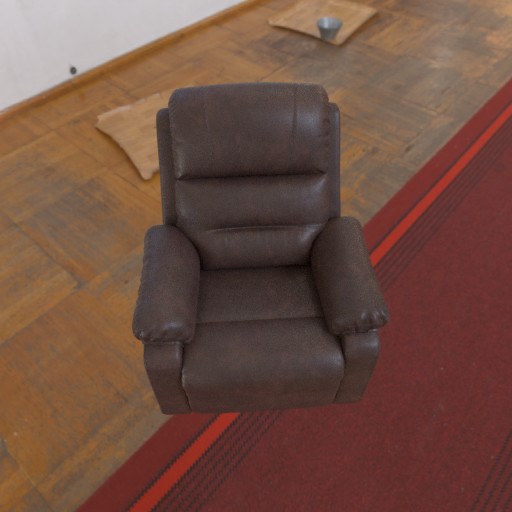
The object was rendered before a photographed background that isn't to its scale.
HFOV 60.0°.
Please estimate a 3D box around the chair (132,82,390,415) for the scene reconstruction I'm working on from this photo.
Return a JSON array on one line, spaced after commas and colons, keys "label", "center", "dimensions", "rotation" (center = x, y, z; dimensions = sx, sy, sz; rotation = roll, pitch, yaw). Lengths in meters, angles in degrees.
[{"label": "chair", "center": [0.000, 0.000, 1.692], "dimensions": [0.855, 0.992, 0.919], "rotation": [-3, 49, -2]}]
